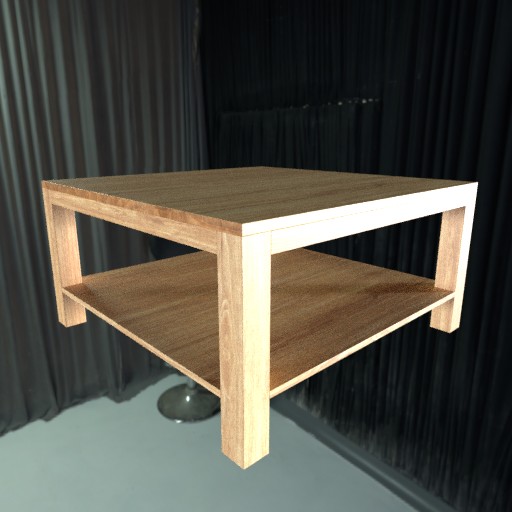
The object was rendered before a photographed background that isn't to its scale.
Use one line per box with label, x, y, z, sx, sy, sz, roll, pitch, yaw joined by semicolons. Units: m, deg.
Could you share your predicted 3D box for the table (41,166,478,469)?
table;0.000;0.000;1.351;0.900;0.450;0.900;-14;21;-41
